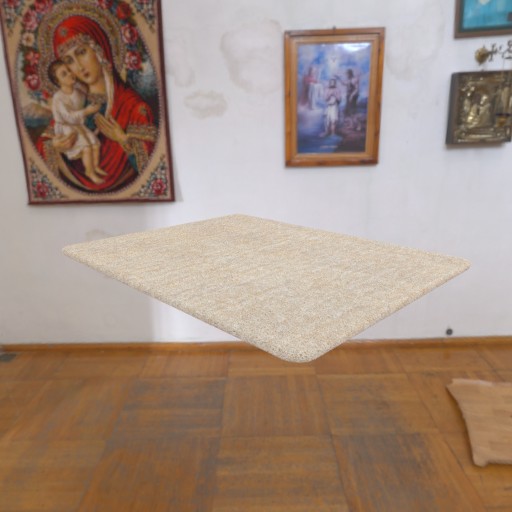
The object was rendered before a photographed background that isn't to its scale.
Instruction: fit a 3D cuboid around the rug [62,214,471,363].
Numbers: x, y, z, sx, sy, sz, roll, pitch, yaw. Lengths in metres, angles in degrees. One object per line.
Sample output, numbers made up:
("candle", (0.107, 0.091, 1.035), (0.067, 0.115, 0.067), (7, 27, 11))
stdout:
("rug", (0.000, 0.000, 3.416), (2.528, 0.048, 2.009), (16, 23, 42))
